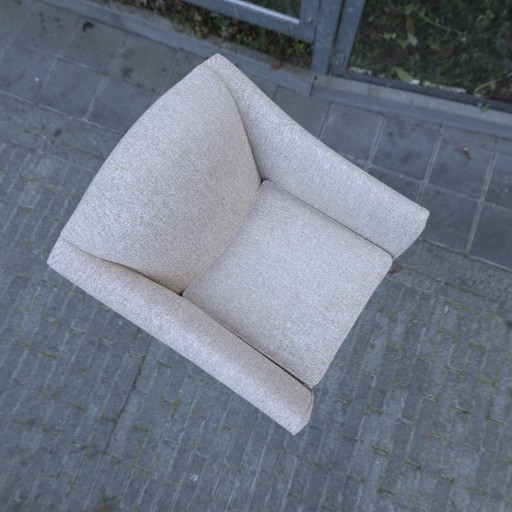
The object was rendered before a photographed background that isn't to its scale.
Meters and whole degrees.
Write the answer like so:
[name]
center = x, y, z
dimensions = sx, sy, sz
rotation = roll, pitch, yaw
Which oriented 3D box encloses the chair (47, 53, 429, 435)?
[chair]
center = 0.000, 0.000, 1.421
dimensions = 0.787, 0.839, 0.763
rotation = 33, 77, 8
